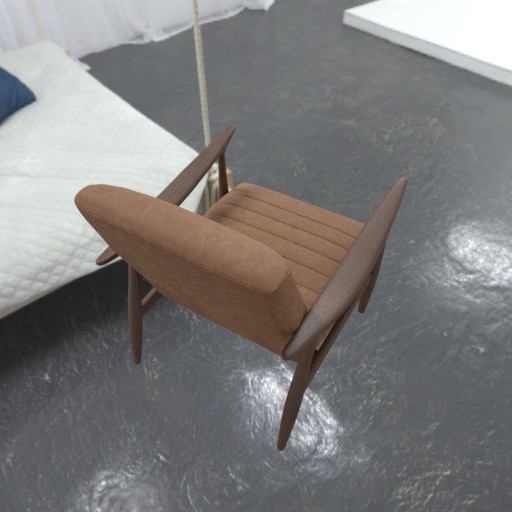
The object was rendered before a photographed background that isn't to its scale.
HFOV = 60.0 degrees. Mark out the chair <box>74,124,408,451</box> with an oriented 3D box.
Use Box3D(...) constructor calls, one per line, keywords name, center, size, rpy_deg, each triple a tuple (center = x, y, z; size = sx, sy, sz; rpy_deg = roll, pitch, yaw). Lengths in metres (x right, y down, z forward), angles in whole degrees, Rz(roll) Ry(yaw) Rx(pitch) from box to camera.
Box3D(name="chair", center=(0.000, 0.000, 1.463), size=(0.741, 0.832, 0.798), rpy_deg=(23, 50, 21))
